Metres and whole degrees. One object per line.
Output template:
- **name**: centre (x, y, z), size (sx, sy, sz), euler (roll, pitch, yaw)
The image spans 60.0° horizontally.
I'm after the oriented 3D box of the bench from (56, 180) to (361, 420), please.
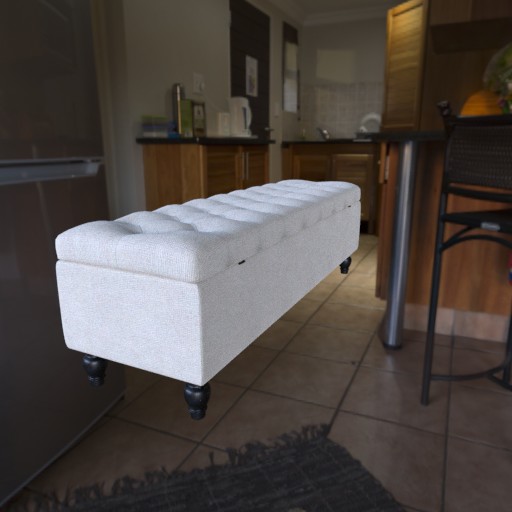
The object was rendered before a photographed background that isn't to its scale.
- **bench**: centre (0.000, 0.000, 1.721), size (0.455, 0.467, 1.480), euler (7, 17, 25)
